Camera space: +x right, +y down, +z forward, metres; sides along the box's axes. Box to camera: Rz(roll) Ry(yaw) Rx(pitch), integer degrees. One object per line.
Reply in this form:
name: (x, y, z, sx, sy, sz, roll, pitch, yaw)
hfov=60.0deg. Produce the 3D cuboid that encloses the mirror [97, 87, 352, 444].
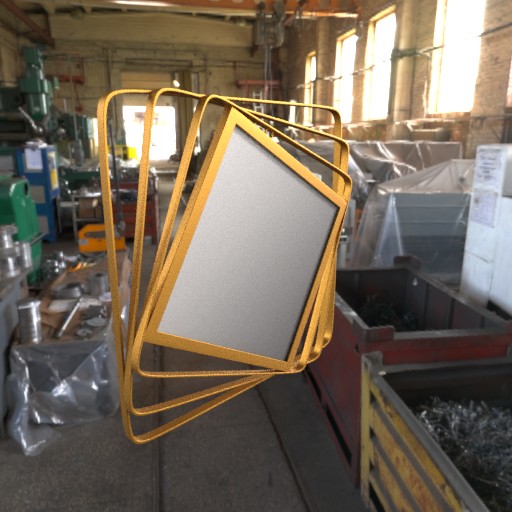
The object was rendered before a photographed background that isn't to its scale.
mirror: (0.000, 0.000, 0.690, 0.045, 0.468, 0.470, 14, 20, 43)
